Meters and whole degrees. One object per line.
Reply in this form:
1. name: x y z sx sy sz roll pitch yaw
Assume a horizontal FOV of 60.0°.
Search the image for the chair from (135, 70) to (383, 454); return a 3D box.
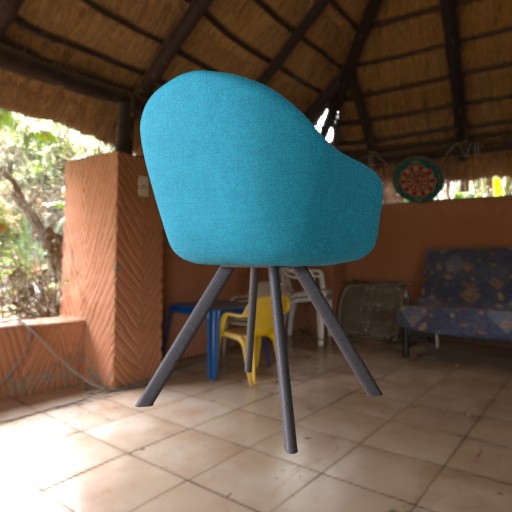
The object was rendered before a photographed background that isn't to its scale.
1. chair: 0.000 0.000 1.164 0.545 0.775 0.565 0 -1 36
